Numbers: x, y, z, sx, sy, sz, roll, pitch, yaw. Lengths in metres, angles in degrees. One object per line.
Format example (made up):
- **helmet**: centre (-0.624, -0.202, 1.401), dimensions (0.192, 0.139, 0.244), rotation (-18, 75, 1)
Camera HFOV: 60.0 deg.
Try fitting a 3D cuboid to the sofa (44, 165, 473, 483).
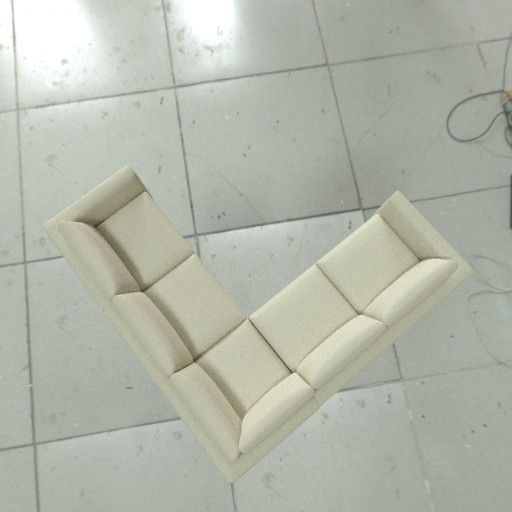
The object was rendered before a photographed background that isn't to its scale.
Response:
- **sofa**: centre (0.000, 0.000, 3.728), dimensions (2.430, 0.867, 2.448), rotation (-38, 80, -8)
